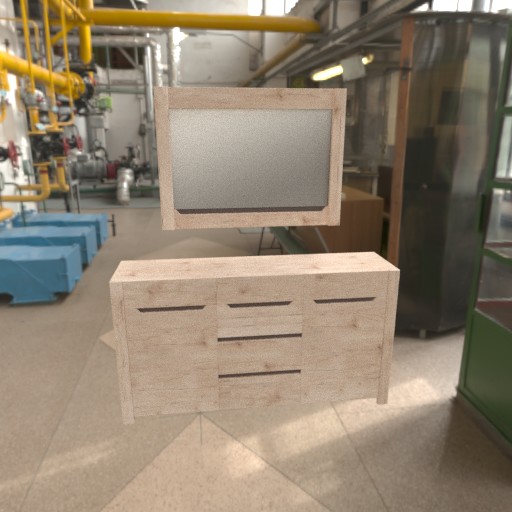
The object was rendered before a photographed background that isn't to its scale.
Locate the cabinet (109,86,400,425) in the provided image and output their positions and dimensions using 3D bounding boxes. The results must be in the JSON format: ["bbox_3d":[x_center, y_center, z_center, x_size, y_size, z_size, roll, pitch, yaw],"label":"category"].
[{"bbox_3d":[0.000,0.000,2.746,1.700,1.981,0.420,-2,16,-7],"label":"cabinet"}]
